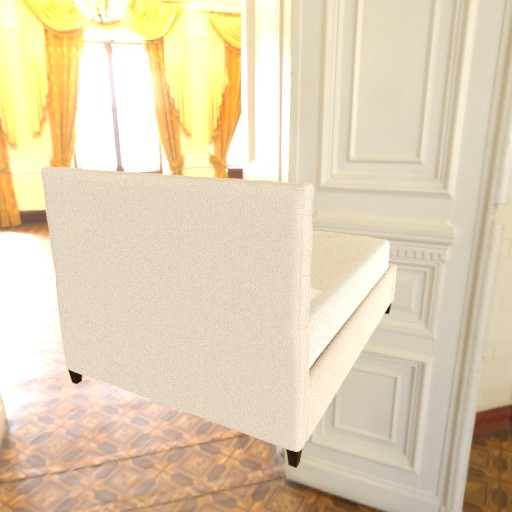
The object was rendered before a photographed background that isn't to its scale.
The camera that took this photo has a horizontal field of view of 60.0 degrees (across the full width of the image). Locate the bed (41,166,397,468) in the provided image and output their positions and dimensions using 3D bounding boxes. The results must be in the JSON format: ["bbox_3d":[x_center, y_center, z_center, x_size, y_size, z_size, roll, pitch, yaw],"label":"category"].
[{"bbox_3d":[0.000,0.000,3.317,1.696,1.426,2.233,9,19,27],"label":"bed"}]
